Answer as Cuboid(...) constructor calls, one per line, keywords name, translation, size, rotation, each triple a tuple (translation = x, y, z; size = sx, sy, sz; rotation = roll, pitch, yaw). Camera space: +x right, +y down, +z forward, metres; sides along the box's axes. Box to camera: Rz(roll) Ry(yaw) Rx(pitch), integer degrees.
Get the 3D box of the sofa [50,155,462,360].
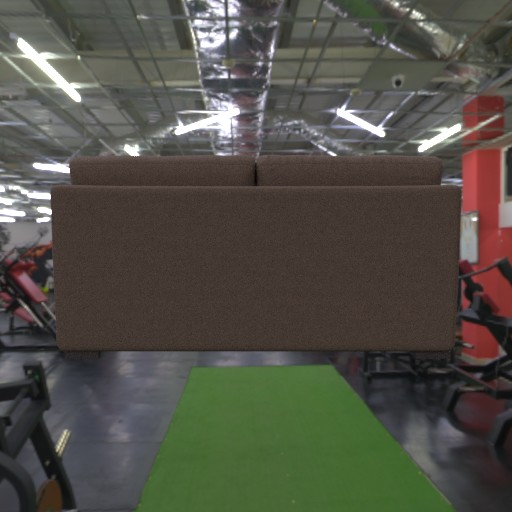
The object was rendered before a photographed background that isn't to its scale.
Cuboid(name="sofa", translation=(0.000, 0.000, 2.479), size=(1.869, 0.950, 1.140), rotation=(0, 0, 0))
